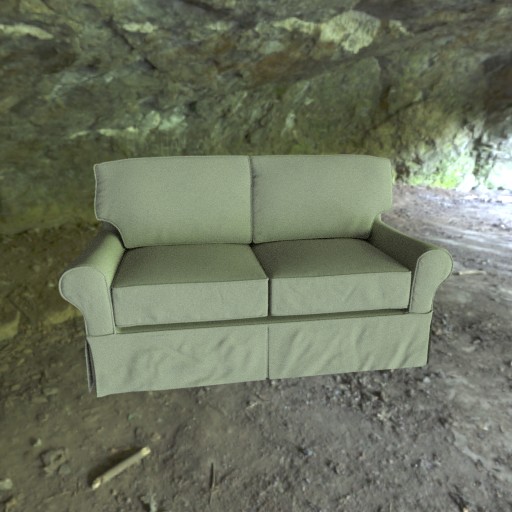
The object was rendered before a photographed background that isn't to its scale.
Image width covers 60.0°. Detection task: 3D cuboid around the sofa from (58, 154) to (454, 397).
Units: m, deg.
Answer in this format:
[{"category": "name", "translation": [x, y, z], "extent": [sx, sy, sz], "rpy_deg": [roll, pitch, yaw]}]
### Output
[{"category": "sofa", "translation": [0.000, 0.000, 2.372], "extent": [1.823, 1.024, 0.841], "rpy_deg": [-3, 17, -9]}]
